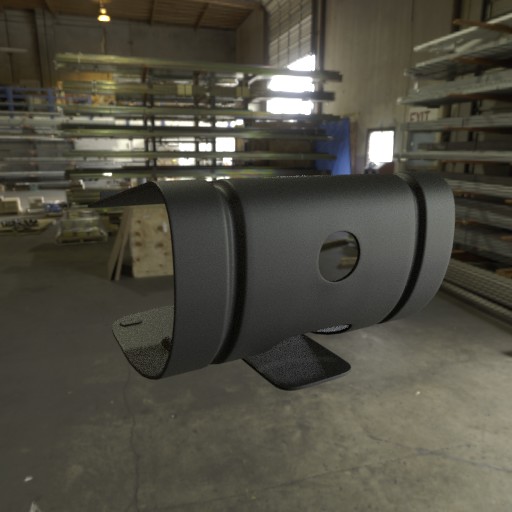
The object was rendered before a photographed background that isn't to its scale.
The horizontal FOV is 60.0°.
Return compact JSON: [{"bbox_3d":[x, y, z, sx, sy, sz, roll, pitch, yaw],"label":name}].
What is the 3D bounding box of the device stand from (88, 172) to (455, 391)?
[{"bbox_3d":[0.000,0.000,0.409,0.256,0.155,0.236,-7,15,-28],"label":"device stand"}]
